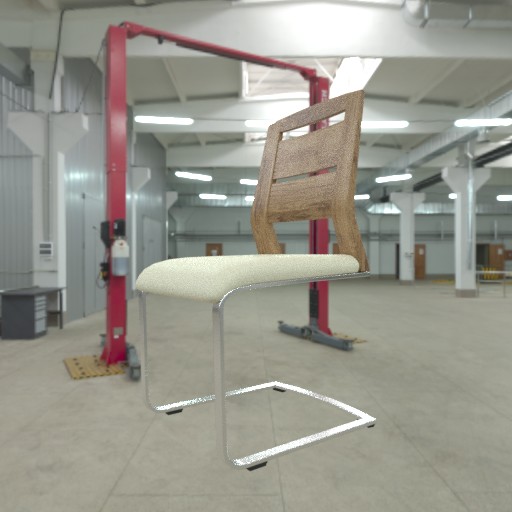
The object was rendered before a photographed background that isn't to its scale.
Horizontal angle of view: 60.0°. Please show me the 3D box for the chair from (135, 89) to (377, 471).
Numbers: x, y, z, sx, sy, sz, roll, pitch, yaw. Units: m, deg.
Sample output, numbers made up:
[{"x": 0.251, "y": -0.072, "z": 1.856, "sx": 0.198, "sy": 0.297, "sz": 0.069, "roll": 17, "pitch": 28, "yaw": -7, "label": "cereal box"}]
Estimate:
[{"x": 0.000, "y": 0.000, "z": 1.267, "sx": 0.561, "sy": 0.955, "sz": 0.457, "roll": 0, "pitch": 0, "yaw": -36, "label": "chair"}]
